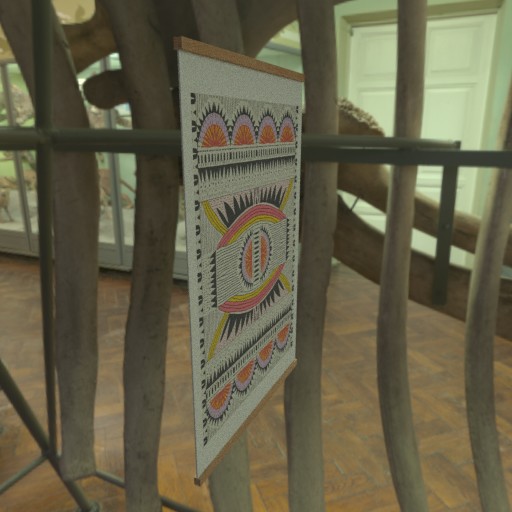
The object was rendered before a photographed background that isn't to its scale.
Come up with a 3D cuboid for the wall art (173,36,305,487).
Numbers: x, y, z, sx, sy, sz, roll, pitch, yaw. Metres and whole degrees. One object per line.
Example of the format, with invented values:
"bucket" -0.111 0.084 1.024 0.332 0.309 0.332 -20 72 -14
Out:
"wall art" 0.000 0.000 1.881 0.028 1.533 0.999 8 18 25
